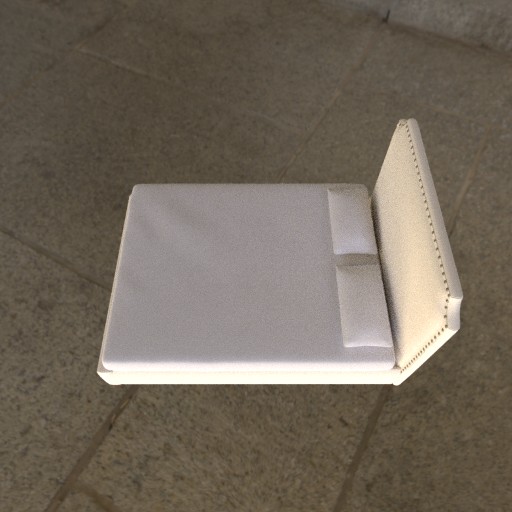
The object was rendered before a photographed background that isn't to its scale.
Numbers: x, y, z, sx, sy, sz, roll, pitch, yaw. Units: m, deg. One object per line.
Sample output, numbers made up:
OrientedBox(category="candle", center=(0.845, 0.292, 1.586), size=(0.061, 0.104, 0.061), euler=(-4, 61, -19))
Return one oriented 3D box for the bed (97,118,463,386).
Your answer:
OrientedBox(category="bed", center=(0.000, 0.000, 3.461), size=(2.372, 1.497, 1.712), euler=(0, 59, 0))
